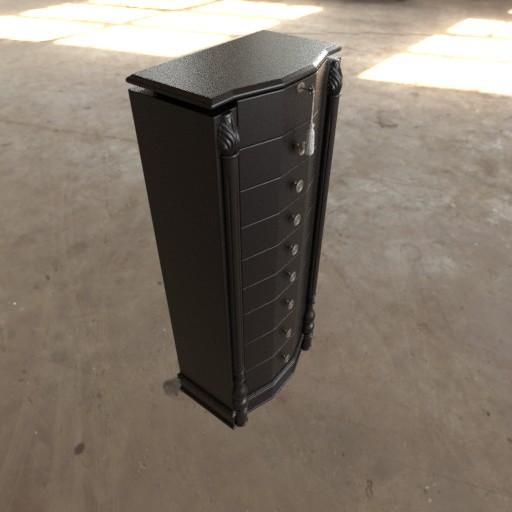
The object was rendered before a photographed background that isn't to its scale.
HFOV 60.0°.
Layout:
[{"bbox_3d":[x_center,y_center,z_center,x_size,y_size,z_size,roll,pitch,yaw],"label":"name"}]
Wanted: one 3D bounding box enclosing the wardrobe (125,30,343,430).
[{"bbox_3d":[0.000,0.000,1.203,0.295,1.011,0.444,27,47,28],"label":"wardrobe"}]
